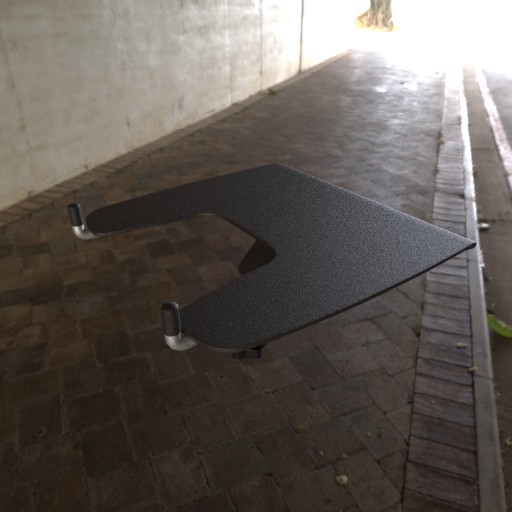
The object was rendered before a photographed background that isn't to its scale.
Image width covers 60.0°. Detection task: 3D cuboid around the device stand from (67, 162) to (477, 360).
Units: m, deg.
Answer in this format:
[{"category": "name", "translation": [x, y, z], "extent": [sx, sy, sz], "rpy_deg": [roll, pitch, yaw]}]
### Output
[{"category": "device stand", "translation": [0.000, 0.000, 0.353], "extent": [0.230, 0.092, 0.230], "rpy_deg": [-20, 35, -31]}]
